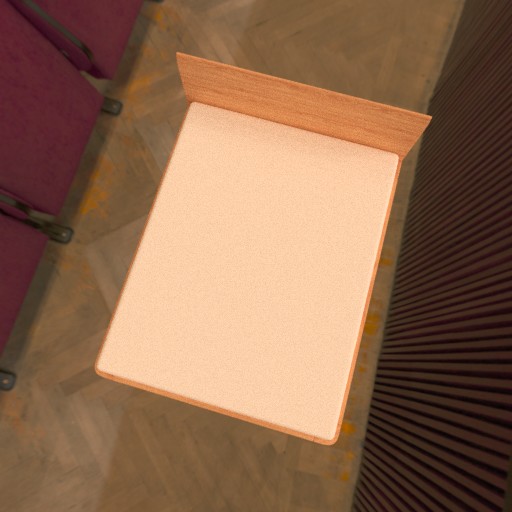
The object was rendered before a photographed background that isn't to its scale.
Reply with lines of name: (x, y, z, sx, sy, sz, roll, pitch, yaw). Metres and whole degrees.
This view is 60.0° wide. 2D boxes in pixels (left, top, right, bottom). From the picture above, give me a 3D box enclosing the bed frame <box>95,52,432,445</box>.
bed frame: (0.000, 0.000, 3.010, 1.660, 0.940, 2.092, 16, 77, 4)
